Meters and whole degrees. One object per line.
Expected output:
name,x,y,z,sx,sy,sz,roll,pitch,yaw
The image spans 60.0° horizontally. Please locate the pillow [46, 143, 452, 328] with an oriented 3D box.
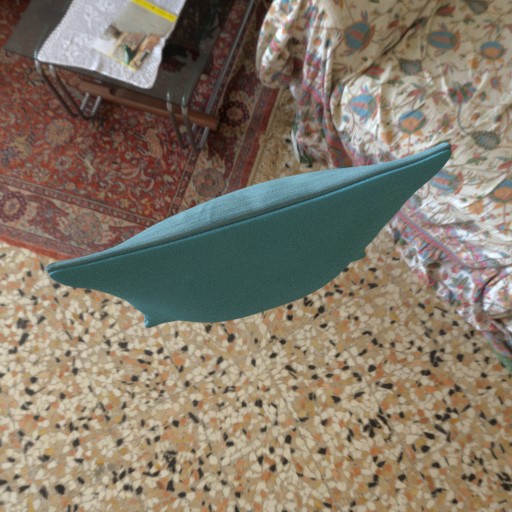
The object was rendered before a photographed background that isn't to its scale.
pillow,0.000,0.000,0.639,0.433,0.415,0.151,-18,75,-5
